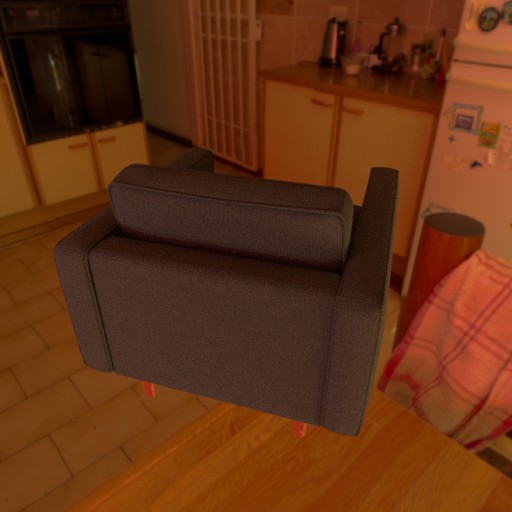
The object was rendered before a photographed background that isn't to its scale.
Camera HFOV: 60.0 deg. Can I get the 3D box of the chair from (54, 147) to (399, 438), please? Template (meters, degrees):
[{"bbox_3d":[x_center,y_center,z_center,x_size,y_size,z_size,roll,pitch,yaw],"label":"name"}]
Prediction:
[{"bbox_3d":[0.000,0.000,1.554,0.899,0.770,0.919,9,33,15],"label":"chair"}]
